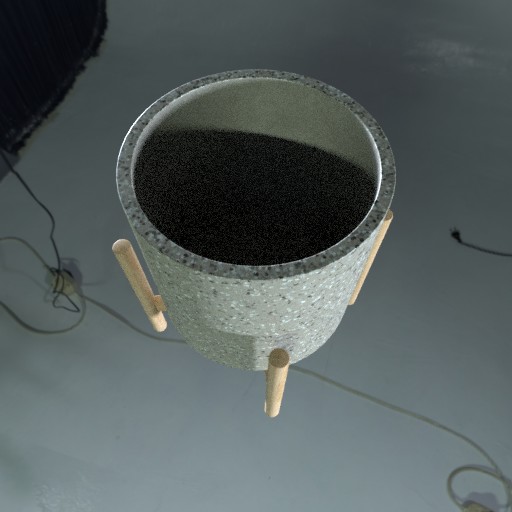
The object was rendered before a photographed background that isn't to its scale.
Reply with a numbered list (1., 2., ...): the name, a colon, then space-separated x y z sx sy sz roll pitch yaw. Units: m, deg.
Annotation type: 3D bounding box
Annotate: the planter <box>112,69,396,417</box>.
1. planter: 0.000 0.000 0.666 0.360 0.419 0.360 12 60 7
